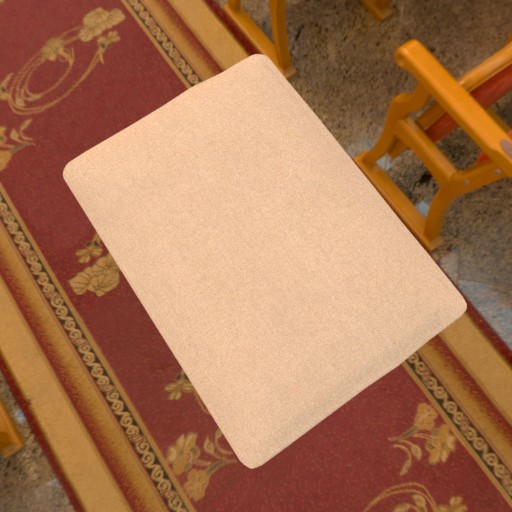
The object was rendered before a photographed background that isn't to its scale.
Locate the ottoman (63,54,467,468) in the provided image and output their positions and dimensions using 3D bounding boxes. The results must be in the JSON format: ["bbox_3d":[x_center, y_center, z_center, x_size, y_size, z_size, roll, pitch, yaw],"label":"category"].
[{"bbox_3d":[0.000,0.000,1.236,0.617,0.503,0.846,-34,78,-8],"label":"ottoman"}]
